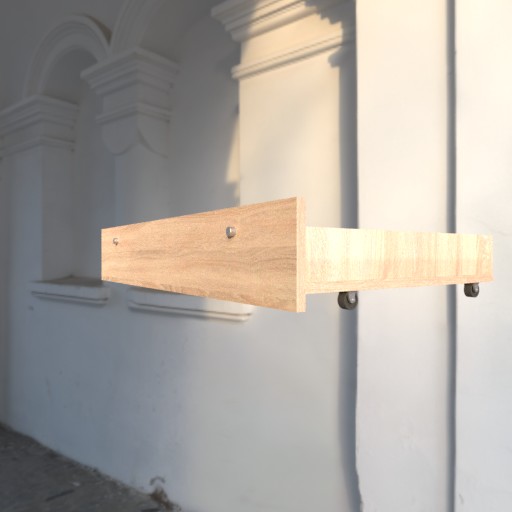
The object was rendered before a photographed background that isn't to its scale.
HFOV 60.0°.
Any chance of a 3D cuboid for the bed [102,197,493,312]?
[{"bbox_3d":[0.000,0.000,1.446,0.685,0.209,1.200,0,0,-35],"label":"bed"}]
